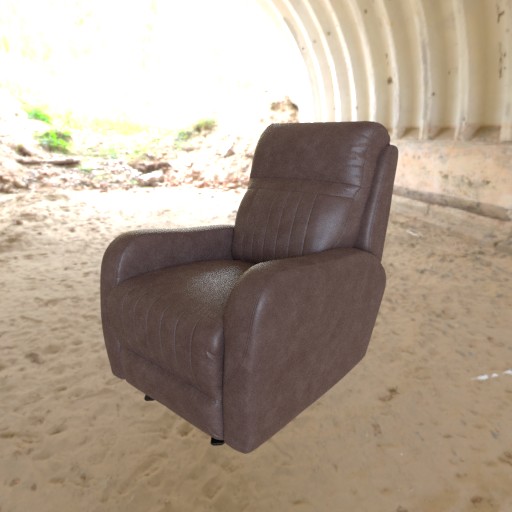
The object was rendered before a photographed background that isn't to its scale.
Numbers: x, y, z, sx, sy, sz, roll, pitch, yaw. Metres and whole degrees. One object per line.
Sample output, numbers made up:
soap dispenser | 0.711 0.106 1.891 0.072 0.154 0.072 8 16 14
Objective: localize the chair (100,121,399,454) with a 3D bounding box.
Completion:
chair | 0.000 0.000 1.819 0.865 1.067 1.067 14 21 40
